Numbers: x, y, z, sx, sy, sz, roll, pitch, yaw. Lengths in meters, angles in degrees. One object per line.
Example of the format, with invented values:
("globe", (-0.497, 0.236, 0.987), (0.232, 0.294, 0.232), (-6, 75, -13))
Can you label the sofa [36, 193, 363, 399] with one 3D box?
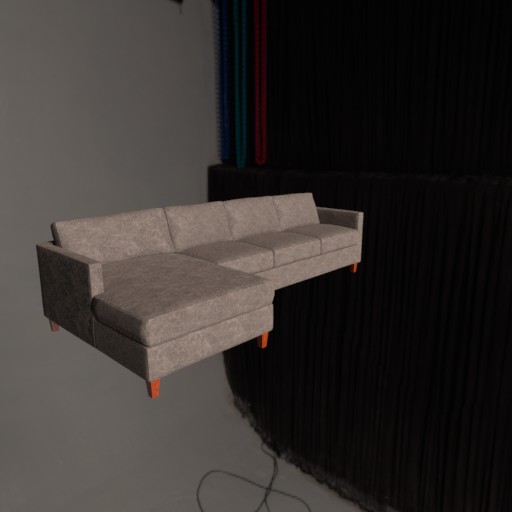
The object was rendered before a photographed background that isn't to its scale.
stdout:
("sofa", (0.000, 0.000, 4.269), (1.606, 0.954, 3.471), (13, 18, 42))
